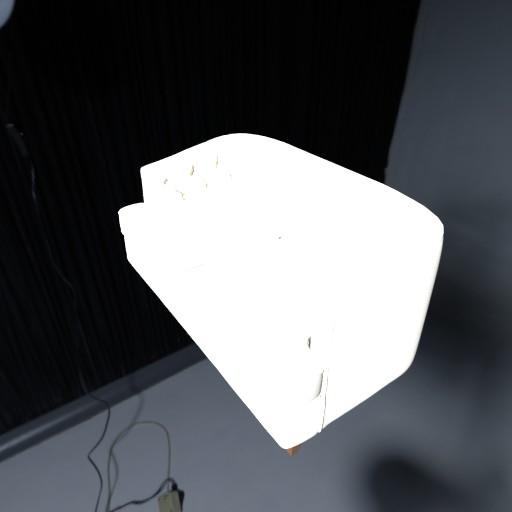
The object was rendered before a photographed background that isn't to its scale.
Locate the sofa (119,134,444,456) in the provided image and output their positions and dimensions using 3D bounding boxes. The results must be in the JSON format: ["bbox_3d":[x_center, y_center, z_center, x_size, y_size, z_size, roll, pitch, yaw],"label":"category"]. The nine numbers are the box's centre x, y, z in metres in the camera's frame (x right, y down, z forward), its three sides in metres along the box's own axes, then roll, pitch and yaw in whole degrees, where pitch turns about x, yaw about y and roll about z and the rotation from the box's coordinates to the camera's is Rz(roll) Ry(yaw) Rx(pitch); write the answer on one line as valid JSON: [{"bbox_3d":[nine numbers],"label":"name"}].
[{"bbox_3d":[0.000,0.000,2.359,0.940,0.878,1.731,-20,37,-29],"label":"sofa"}]
